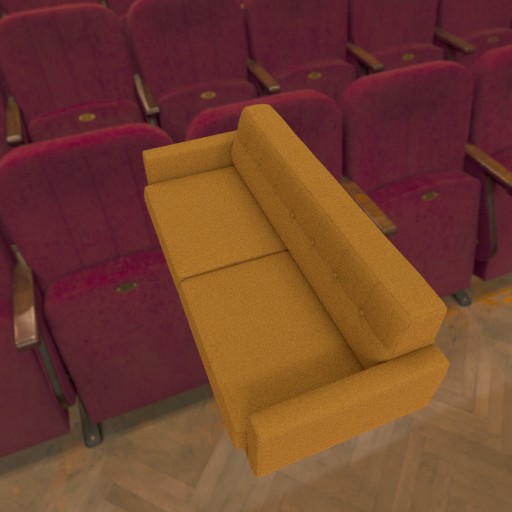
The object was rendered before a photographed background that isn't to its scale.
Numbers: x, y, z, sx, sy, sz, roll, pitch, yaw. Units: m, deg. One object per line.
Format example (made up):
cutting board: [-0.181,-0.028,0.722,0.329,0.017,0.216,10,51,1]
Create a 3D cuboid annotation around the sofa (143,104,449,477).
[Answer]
sofa: [0.000,0.000,2.445,0.909,0.841,2.029,-16,48,-15]
